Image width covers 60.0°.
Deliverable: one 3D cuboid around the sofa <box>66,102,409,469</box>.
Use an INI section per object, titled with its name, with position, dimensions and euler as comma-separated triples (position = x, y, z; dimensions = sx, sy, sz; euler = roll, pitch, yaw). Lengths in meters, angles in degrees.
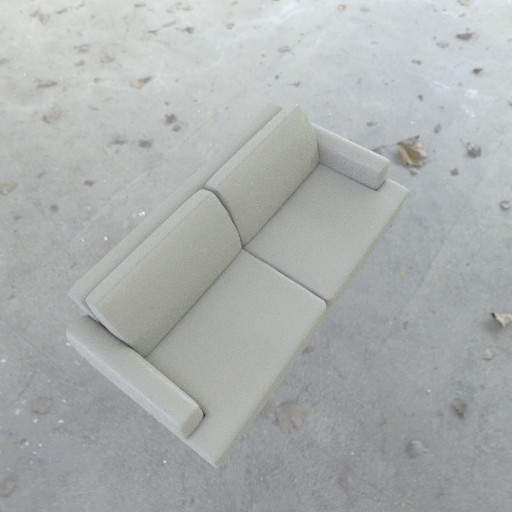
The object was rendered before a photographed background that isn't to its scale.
[sofa]
position = 0.000, 0.000, 2.471
dimensions = 0.974, 0.765, 1.940
euler = 32, 63, 18
